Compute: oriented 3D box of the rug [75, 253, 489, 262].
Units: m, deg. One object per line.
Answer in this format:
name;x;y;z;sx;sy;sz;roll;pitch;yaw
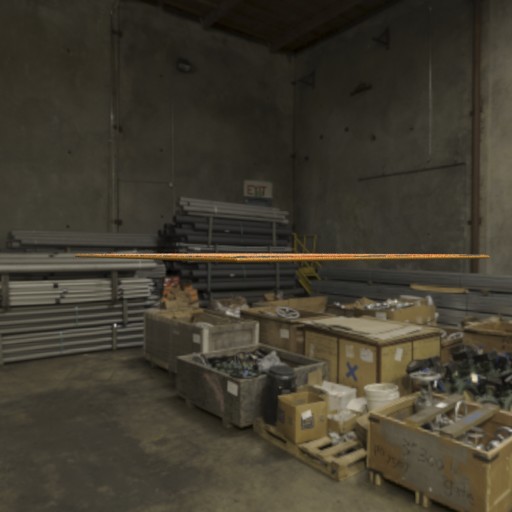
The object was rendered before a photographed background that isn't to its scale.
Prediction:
rug;0.000;0.000;4.070;2.435;0.031;3.040;0;1;-36
